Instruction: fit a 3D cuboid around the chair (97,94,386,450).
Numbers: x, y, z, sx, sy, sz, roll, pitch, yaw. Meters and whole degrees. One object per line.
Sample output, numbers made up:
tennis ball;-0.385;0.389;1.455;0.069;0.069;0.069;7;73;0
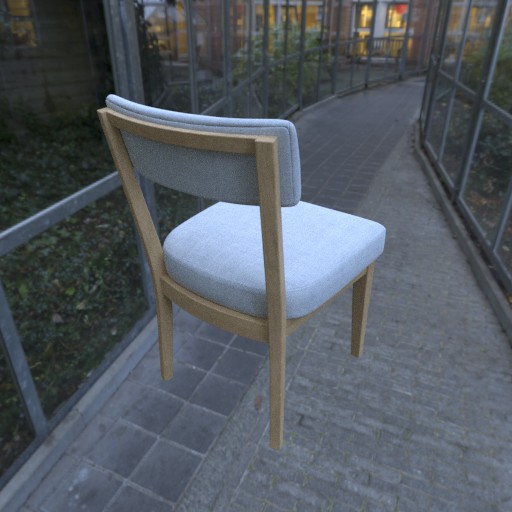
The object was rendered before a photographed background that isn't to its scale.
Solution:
chair;0.000;0.000;1.186;0.508;0.832;0.572;20;34;32
